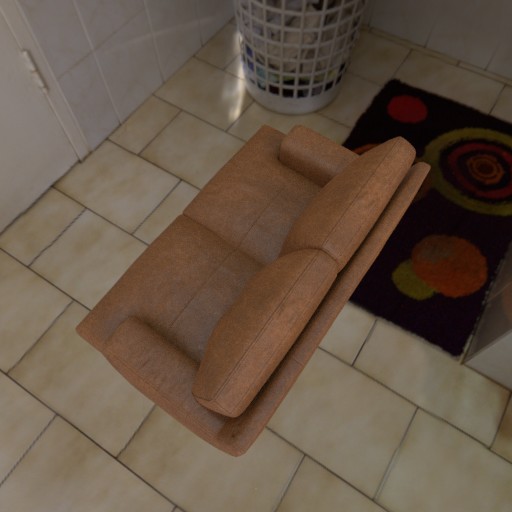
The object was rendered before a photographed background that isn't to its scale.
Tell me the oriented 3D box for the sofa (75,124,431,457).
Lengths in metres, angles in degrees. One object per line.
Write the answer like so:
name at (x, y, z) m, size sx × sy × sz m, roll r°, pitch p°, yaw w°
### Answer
sofa at (0.000, 0.000, 2.521) m, size 1.144 × 0.966 × 1.880 m, roll 32°, pitch 67°, yaw 15°
